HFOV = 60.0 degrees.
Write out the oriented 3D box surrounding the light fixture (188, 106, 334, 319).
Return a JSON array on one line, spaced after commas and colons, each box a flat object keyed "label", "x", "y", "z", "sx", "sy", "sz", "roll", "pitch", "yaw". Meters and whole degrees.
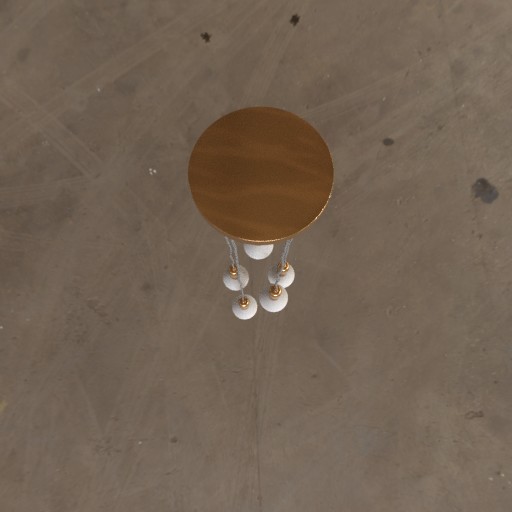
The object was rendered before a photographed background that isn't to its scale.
[{"label": "light fixture", "x": 0.000, "y": 0.000, "z": 0.512, "sx": 0.105, "sy": 0.457, "sz": 0.108, "roll": 18, "pitch": 76, "yaw": 4}]
